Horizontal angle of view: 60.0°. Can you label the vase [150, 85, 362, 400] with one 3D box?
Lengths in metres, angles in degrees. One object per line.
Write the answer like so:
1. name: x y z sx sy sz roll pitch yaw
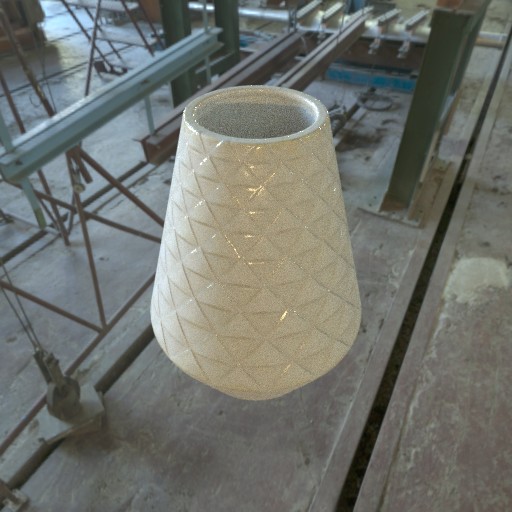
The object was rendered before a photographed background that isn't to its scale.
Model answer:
1. vase: 0.000 0.000 0.342 0.175 0.230 0.175 0 41 0
